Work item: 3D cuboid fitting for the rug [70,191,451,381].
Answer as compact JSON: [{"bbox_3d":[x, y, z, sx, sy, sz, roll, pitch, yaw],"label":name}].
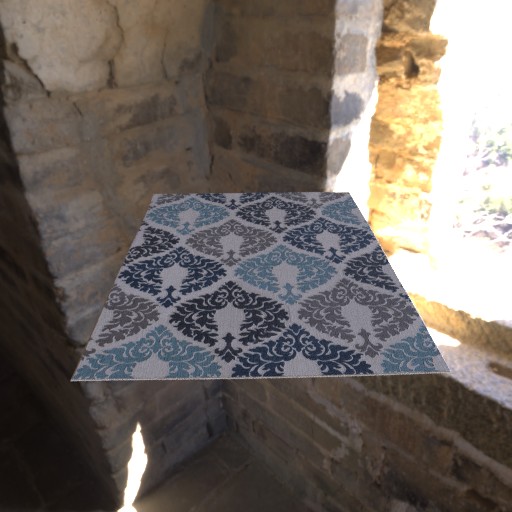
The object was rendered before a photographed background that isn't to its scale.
[{"bbox_3d":[0.000,0.000,4.105,2.423,0.014,3.040,-1,30,-2],"label":"rug"}]
